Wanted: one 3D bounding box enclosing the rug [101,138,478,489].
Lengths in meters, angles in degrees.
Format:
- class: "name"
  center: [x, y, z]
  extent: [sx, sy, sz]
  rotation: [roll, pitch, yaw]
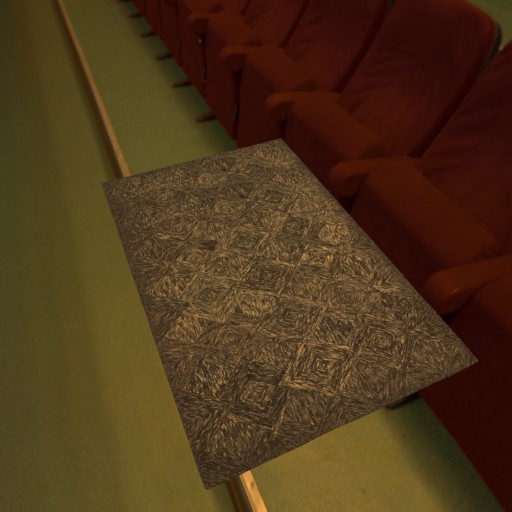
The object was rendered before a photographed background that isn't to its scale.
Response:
- class: "rug"
  center: [0.000, 0.000, 2.124]
  extent: [1.139, 0.010, 1.754]
  rotation: [-18, 49, -16]
